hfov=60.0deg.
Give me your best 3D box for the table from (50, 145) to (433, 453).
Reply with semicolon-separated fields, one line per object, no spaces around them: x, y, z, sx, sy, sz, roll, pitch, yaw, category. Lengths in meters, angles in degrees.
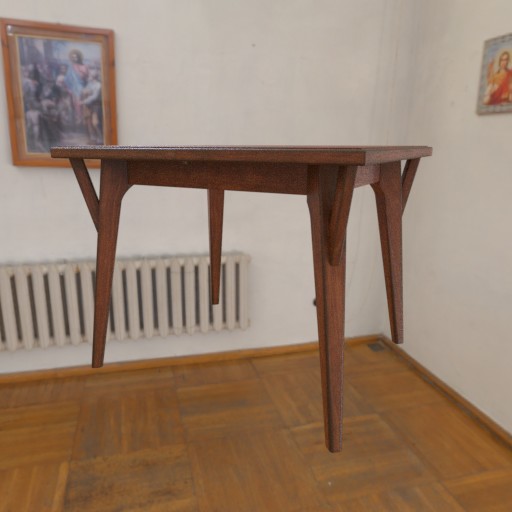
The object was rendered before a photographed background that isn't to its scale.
0.000;0.000;1.579;0.991;0.761;0.838;8;16;29;table
